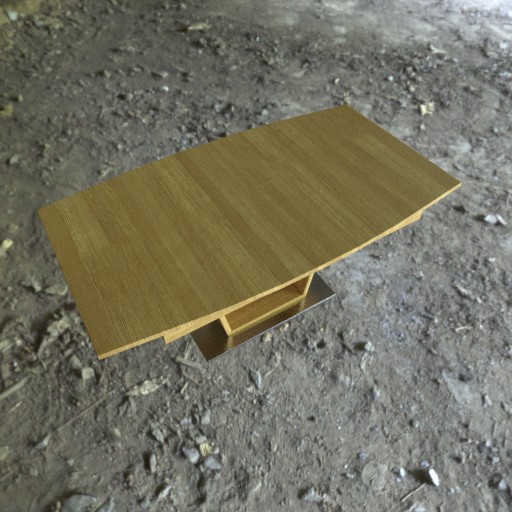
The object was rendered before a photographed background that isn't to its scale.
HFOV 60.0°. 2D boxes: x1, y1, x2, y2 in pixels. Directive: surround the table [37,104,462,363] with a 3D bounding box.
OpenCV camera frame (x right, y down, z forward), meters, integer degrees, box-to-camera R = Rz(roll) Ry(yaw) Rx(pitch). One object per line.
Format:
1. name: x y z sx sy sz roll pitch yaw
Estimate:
1. table: 0.000 0.000 2.118 1.598 0.748 0.900 -24 52 -21
